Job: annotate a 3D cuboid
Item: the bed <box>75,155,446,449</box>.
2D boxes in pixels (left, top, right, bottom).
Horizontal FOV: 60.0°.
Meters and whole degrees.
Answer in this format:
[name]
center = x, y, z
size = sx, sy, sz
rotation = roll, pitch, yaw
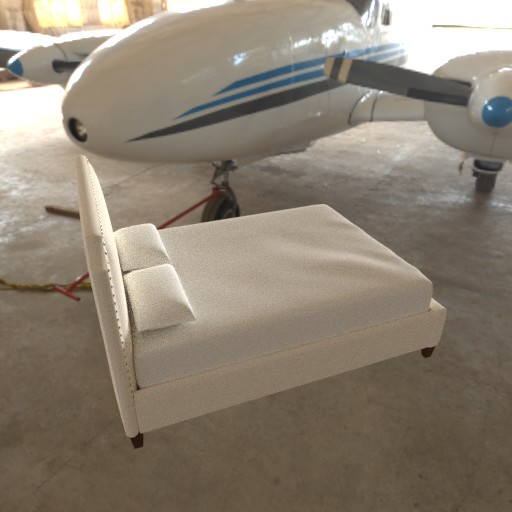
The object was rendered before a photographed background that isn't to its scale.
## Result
[bed]
center = 0.000, 0.000, 3.413
size = 2.365, 1.443, 1.712
rotation = -11, 31, -19
